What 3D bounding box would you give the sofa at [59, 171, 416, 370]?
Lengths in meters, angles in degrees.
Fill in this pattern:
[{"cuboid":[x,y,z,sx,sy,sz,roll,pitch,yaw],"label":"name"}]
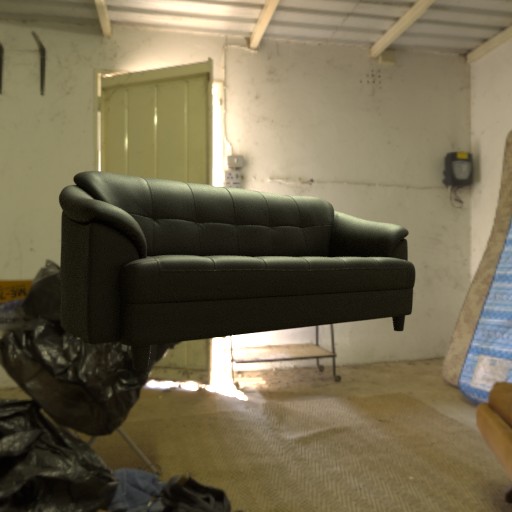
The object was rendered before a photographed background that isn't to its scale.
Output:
[{"cuboid":[0.000,0.000,2.246,1.829,0.811,0.800,1,-1,-36],"label":"sofa"}]
